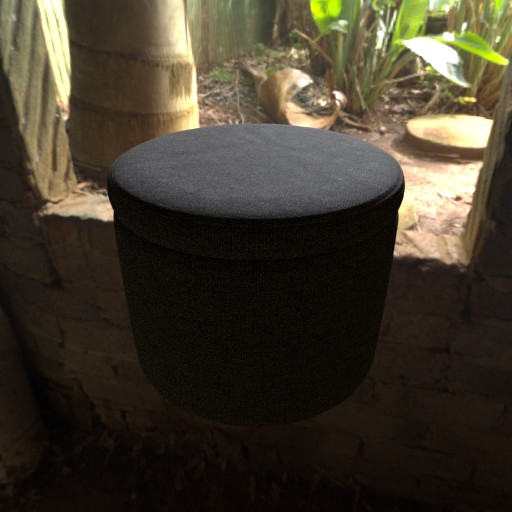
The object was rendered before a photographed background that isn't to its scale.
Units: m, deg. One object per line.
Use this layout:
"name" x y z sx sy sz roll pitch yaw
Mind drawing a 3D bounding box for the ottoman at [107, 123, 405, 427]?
"ottoman" 0.000 0.000 0.889 0.520 0.430 0.520 0 31 0
